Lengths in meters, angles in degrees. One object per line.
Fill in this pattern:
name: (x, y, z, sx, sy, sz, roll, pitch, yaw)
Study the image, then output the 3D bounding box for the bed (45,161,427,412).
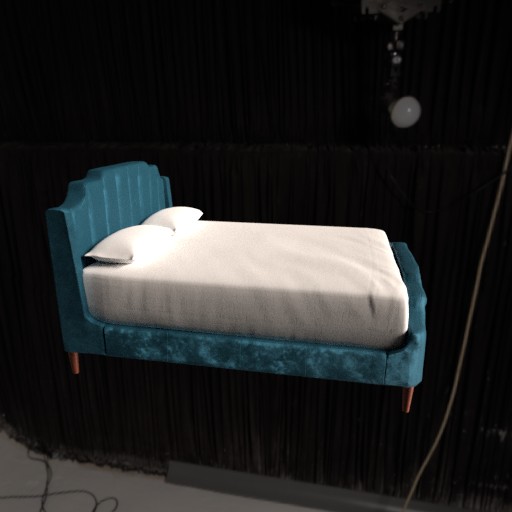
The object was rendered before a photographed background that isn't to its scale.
bed: (0.000, 0.000, 3.402, 2.322, 1.338, 1.678, 3, 18, 11)
